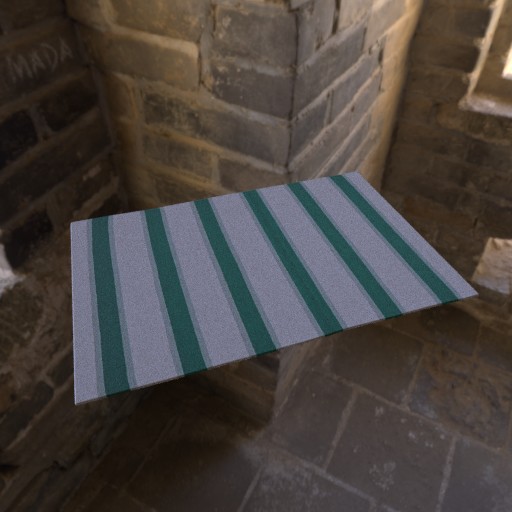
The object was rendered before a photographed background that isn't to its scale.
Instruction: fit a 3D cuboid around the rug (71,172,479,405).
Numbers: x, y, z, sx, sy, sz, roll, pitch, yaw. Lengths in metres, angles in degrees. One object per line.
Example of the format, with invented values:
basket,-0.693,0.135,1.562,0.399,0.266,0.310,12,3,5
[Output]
rug,0.000,0.000,2.316,1.829,0.012,1.210,-12,42,-14
